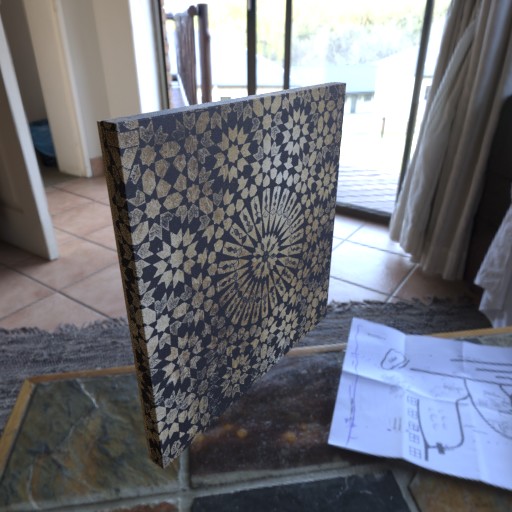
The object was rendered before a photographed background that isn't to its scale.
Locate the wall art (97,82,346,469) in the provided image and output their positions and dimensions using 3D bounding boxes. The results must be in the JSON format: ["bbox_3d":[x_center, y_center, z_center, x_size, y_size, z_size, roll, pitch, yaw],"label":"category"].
[{"bbox_3d":[0.000,0.000,0.895,0.038,0.612,0.612,19,32,32],"label":"wall art"}]
